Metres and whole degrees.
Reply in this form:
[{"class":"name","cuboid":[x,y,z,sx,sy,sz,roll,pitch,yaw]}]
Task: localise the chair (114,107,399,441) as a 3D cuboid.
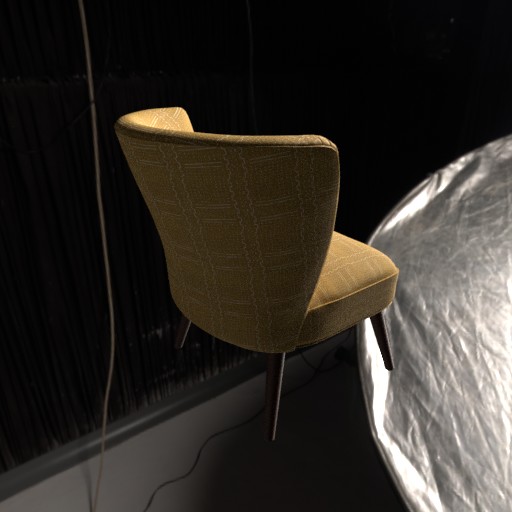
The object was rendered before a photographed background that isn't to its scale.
[{"class":"chair","cuboid":[0.000,0.000,1.391,0.758,0.866,0.706,-18,31,-33]}]
